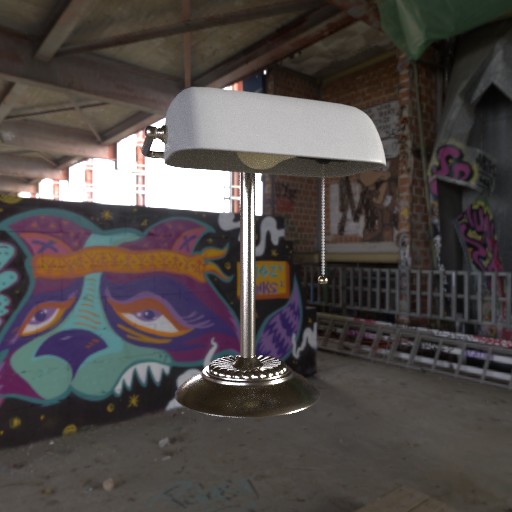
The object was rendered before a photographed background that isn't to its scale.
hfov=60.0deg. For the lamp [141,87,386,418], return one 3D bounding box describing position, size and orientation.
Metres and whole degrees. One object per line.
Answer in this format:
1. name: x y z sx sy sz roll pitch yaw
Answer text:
1. lamp: 0.000 0.000 0.522 0.264 0.339 0.243 0 0 -19
